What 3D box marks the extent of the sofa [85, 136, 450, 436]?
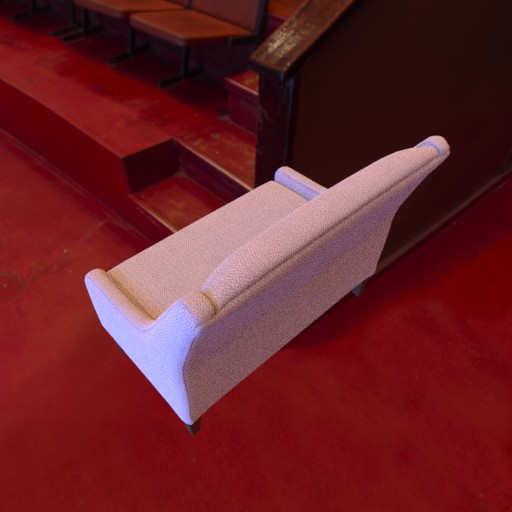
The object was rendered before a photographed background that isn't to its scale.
[{"bbox_3d":[0.000,0.000,1.928,1.242,1.022,0.870,-33,53,-29],"label":"sofa"}]
